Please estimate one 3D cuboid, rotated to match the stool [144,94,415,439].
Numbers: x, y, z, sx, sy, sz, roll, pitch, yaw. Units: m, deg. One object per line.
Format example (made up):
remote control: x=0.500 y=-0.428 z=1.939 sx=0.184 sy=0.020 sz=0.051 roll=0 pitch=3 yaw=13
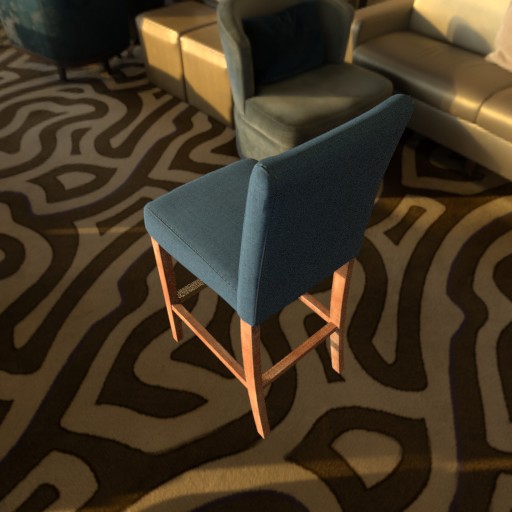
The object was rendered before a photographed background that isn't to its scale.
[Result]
stool: x=0.000 y=0.000 z=1.364 sx=0.454 sy=1.088 sz=0.574 roll=-32 pitch=53 yaw=-27
